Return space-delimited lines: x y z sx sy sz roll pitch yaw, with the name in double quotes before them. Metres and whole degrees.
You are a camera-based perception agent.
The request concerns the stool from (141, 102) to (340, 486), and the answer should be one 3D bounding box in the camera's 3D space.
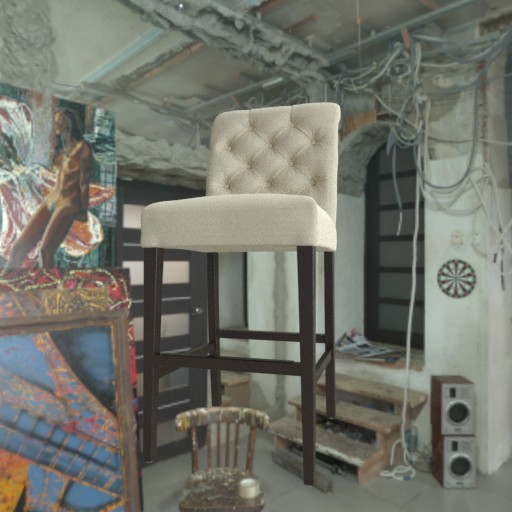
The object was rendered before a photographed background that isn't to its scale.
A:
"stool" 0.000 0.000 1.409 0.482 1.118 0.610 0 -1 17
